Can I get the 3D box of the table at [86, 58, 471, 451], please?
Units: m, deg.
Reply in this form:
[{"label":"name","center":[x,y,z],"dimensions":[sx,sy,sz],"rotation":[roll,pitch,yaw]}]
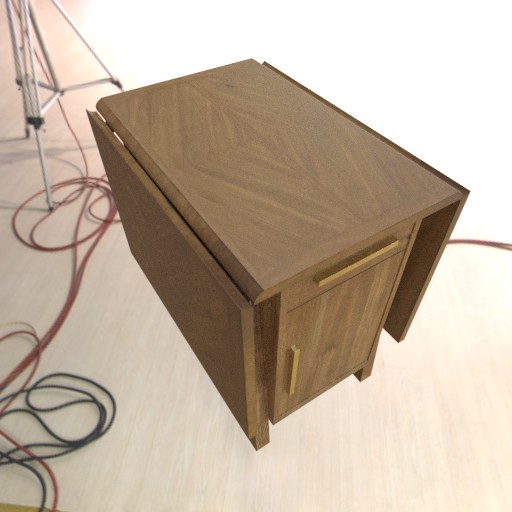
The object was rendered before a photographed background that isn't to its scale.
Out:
[{"label":"table","center":[0.000,0.000,1.635],"dimensions":[0.701,0.981,0.967],"rotation":[-25,51,-22]}]
